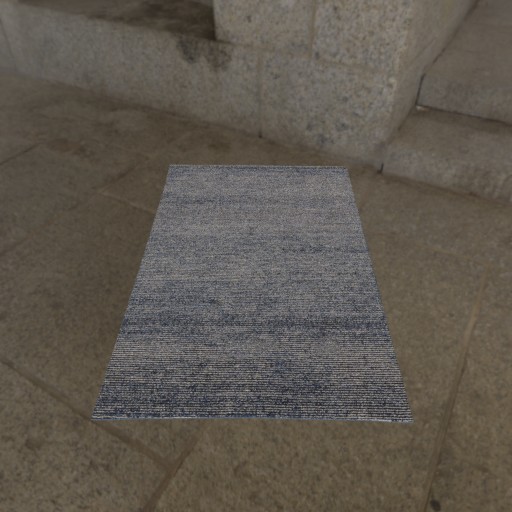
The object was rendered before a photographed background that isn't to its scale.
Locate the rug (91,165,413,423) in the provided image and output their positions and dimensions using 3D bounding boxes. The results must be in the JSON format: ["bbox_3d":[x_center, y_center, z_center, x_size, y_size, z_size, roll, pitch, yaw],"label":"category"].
[{"bbox_3d":[0.000,0.000,2.196,1.135,0.010,1.740,1,42,1],"label":"rug"}]
